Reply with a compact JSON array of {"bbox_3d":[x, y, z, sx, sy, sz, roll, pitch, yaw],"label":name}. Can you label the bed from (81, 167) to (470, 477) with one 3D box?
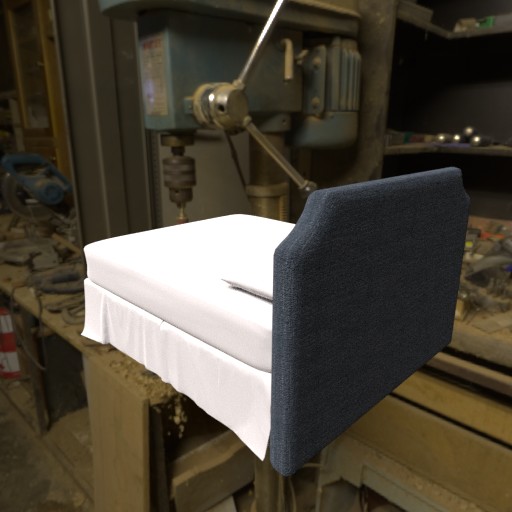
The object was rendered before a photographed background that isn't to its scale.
[{"bbox_3d":[0.000,0.000,3.155,2.208,1.297,1.828,16,23,42],"label":"bed"}]
